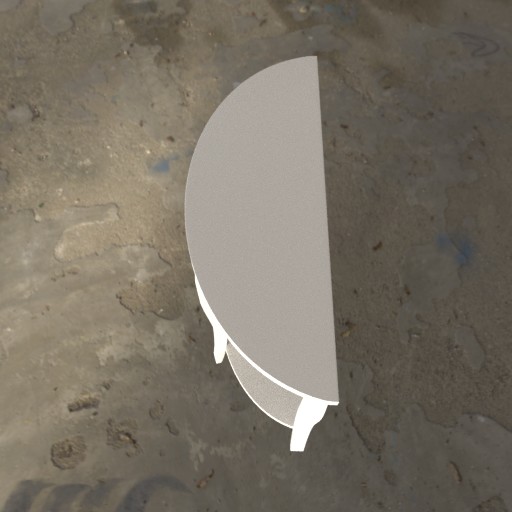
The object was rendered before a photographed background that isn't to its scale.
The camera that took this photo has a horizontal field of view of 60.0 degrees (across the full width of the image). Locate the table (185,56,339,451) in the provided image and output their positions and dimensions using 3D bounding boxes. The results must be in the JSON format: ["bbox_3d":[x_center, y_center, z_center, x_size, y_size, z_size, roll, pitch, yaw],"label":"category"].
[{"bbox_3d":[0.000,0.000,1.589,0.394,0.780,1.219,2,57,1],"label":"table"}]
